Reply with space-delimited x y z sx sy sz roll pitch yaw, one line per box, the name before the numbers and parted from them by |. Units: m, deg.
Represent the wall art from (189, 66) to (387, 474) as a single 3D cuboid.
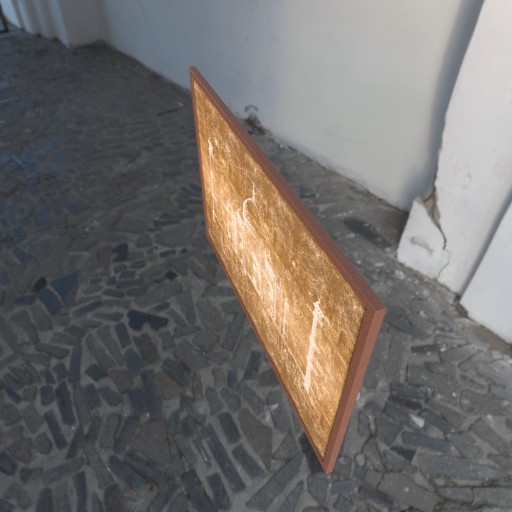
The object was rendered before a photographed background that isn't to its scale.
wall art | 0.000 0.000 0.824 0.014 0.455 0.660 -16 47 -16
